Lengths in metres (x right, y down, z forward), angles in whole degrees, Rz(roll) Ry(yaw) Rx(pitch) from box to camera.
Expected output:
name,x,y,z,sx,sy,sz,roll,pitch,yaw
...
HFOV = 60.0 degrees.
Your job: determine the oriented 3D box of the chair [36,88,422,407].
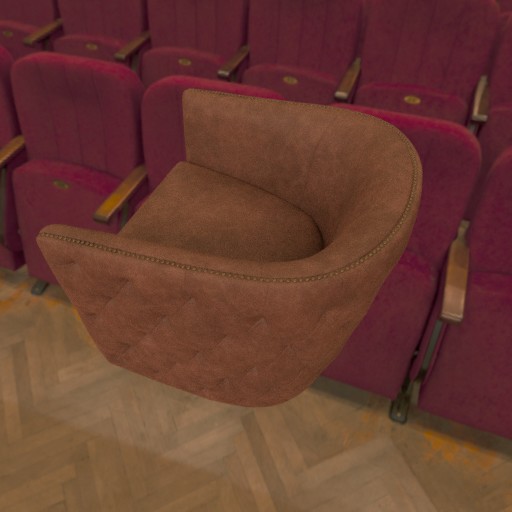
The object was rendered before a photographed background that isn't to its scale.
name,x,y,z,sx,sy,sz,roll,pitch,yaw
chair,0.000,0.000,1.467,0.870,0.790,0.850,16,49,14
